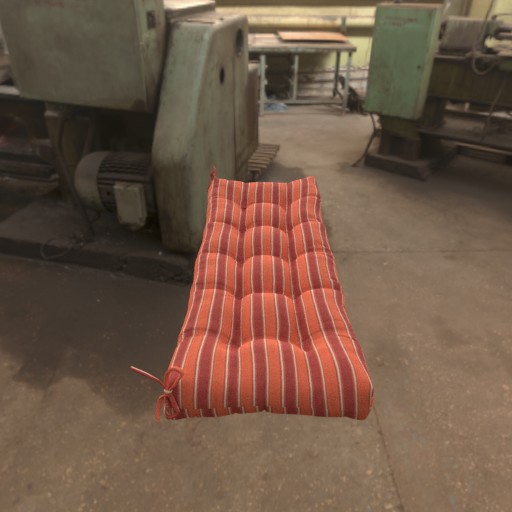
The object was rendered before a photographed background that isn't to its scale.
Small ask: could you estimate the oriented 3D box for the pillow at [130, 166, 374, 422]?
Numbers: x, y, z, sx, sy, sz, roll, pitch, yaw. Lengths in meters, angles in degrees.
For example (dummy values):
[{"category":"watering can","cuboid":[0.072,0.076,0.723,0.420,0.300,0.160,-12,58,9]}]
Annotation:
[{"category":"pillow","cuboid":[0.000,0.000,1.389,0.511,0.174,1.194,0,32,0]}]
